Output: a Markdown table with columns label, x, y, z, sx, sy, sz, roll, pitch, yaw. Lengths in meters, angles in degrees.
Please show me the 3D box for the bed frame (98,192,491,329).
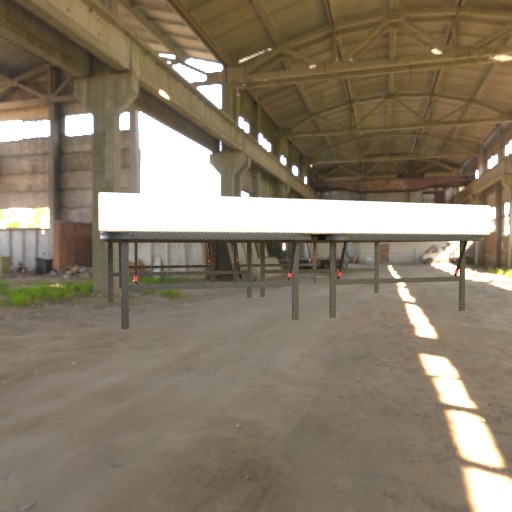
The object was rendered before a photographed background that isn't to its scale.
| label | x | y | z | sx | sy | sz | roll | pitch | yaw |
| --- | --- | --- | --- | --- | --- | --- | --- | --- | --- |
| bed frame | 0.000 | 0.000 | 2.996 | 1.930 | 0.559 | 2.032 | 0 | 1 | -17 |
